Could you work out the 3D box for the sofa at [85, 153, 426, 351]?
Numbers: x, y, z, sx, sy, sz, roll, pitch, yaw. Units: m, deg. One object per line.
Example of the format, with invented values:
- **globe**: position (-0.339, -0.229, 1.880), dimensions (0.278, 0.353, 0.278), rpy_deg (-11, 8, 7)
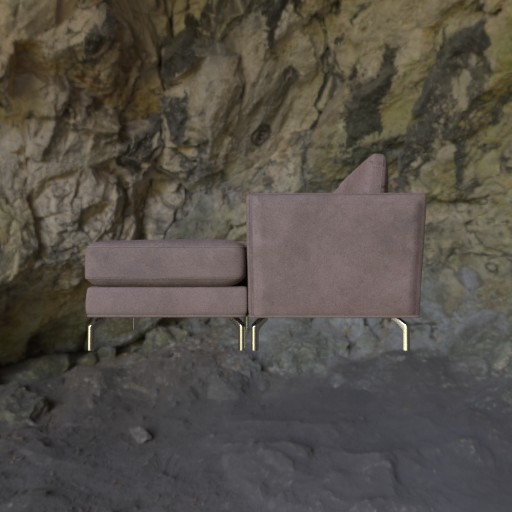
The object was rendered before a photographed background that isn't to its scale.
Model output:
- **sofa**: position (0.000, 0.000, 3.282), dimensions (1.622, 0.987, 2.438), rpy_deg (0, -2, 0)
